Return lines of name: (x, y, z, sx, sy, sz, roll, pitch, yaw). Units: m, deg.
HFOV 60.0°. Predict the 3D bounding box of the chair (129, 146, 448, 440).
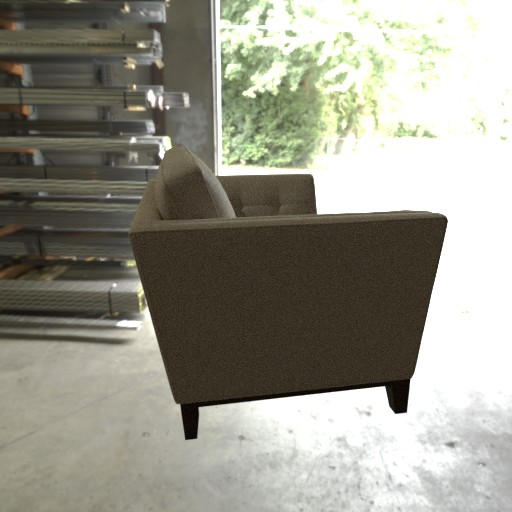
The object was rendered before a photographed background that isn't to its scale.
chair: (0.000, 0.000, 2.013, 0.965, 0.940, 1.397, -3, 16, -10)
